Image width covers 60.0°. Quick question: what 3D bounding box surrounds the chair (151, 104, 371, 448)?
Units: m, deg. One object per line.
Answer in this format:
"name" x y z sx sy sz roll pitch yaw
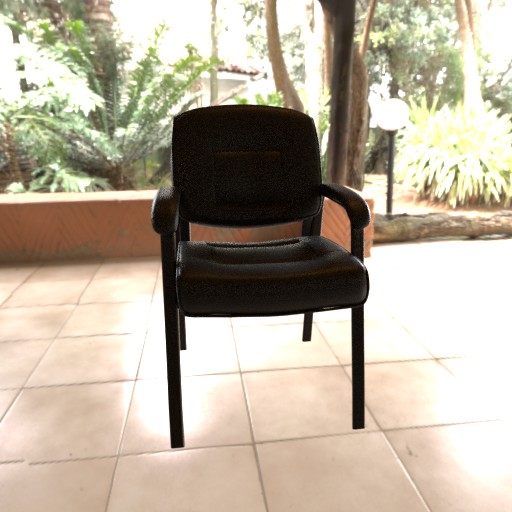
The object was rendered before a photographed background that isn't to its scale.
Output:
"chair" 0.000 0.000 1.367 0.591 0.910 0.668 -2 17 -8
